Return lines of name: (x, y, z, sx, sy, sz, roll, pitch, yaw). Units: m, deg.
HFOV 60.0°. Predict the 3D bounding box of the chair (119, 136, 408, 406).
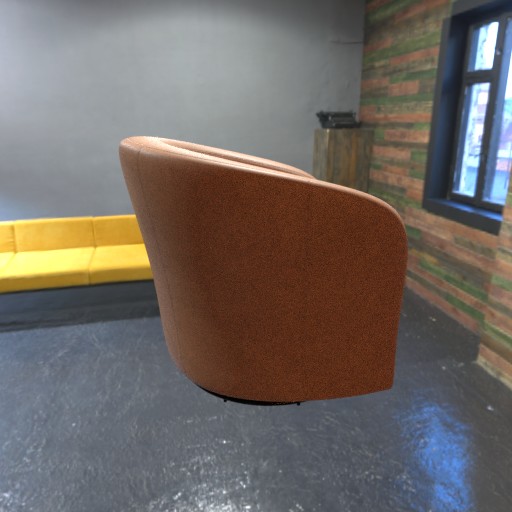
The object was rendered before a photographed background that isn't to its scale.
chair: (0.000, 0.000, 1.476, 0.815, 0.771, 0.791, -3, 17, -10)
